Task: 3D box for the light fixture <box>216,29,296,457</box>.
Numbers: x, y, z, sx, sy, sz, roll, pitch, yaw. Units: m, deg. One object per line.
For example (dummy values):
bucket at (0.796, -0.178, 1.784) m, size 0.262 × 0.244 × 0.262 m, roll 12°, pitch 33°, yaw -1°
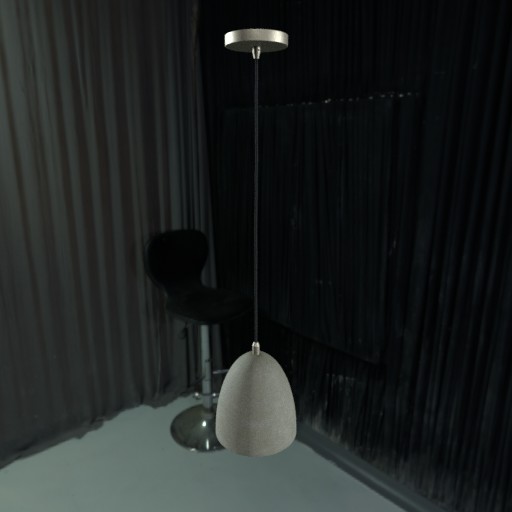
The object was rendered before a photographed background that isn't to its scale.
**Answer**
light fixture at (0.000, 0.000, 0.838) m, size 0.170 × 0.759 × 0.170 m, roll 15°, pitch 21°, yaw 43°
